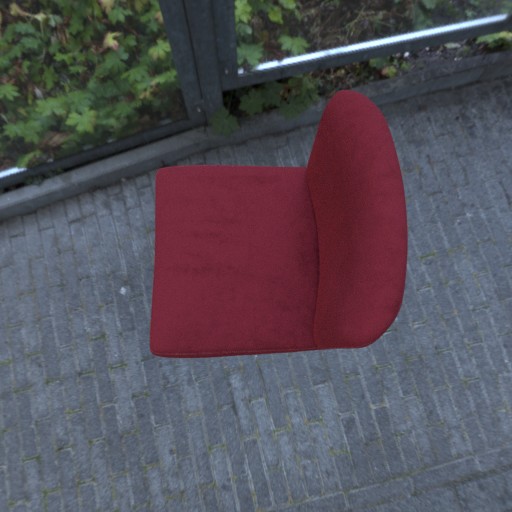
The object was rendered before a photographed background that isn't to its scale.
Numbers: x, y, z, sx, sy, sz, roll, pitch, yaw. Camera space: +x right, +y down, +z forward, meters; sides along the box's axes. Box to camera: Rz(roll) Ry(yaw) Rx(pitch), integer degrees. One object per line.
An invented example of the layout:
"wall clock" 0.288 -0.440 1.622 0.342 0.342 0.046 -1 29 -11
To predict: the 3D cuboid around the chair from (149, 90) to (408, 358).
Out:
"chair" 0.000 0.000 1.190 0.560 0.824 0.530 -1 77 0
